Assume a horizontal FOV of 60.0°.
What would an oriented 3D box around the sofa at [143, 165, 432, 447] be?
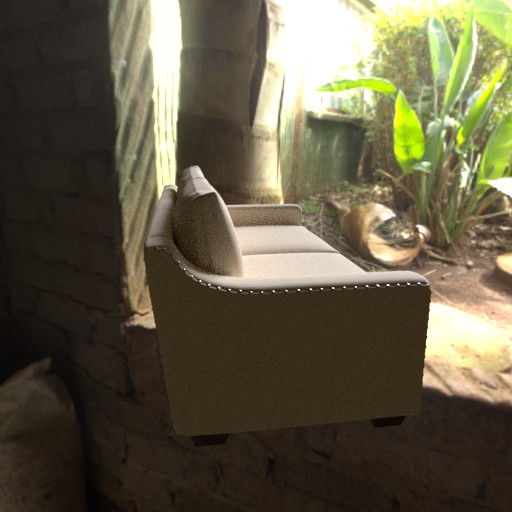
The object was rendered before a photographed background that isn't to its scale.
[{"bbox_3d":[0.000,0.000,2.260,0.949,0.830,1.812,-2,15,-9],"label":"sofa"}]
